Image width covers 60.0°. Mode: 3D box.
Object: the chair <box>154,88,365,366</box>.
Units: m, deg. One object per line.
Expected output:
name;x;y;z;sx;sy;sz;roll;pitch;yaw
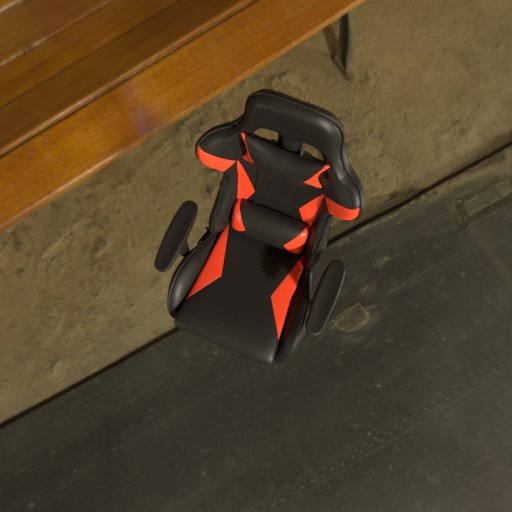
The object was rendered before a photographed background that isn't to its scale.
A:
chair;0.000;0.000;1.702;0.695;1.282;0.730;22;77;5
